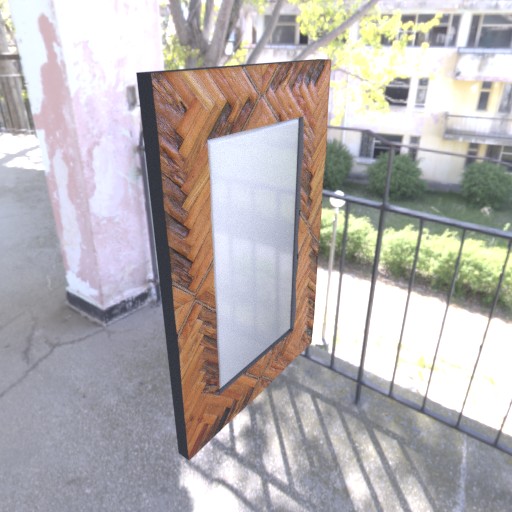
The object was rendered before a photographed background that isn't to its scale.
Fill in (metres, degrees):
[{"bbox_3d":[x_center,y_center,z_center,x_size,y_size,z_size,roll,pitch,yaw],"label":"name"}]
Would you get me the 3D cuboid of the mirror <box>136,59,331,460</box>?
[{"bbox_3d":[0.000,0.000,1.148,0.044,0.912,0.606,19,32,33],"label":"mirror"}]
